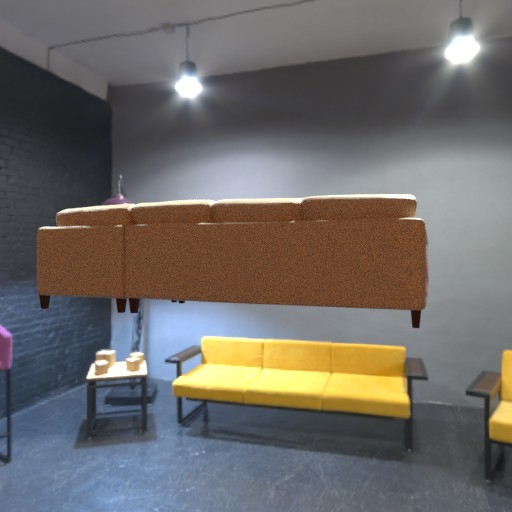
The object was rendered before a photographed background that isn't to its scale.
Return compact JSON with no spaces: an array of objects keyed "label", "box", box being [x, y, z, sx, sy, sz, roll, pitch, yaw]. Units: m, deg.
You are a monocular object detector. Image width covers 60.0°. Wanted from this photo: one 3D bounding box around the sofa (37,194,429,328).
[{"label":"sofa","box":[0.000,0.000,4.615,3.302,0.947,2.593,0,0,20]}]
